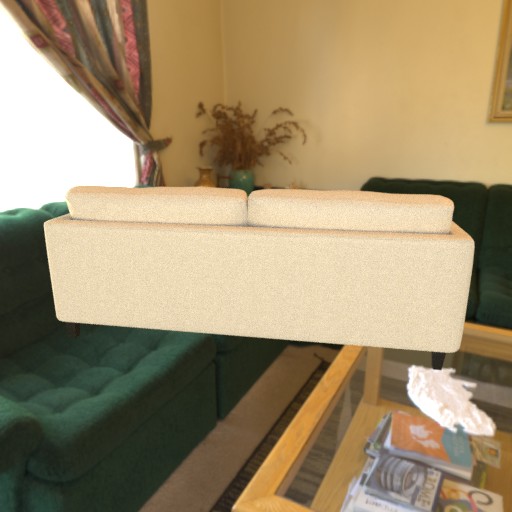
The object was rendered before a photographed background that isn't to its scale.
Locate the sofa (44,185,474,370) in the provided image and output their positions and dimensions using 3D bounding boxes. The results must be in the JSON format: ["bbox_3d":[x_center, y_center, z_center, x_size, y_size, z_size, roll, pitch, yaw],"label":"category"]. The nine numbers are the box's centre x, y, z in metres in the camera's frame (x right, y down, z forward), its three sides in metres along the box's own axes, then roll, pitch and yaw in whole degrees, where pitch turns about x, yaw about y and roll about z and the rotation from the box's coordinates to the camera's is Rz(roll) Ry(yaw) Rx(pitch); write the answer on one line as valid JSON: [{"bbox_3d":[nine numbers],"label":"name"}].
[{"bbox_3d":[0.000,0.000,2.935,2.434,0.965,0.948,3,17,10],"label":"sofa"}]
